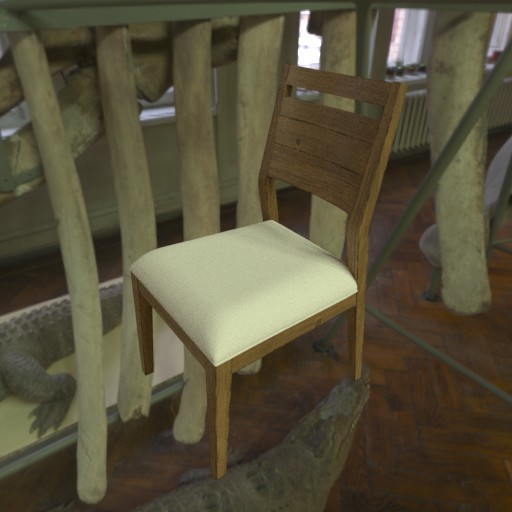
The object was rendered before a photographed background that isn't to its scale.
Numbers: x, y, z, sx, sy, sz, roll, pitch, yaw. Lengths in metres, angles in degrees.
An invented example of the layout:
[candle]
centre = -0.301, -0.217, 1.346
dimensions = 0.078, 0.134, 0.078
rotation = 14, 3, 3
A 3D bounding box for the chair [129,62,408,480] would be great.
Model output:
[chair]
centre = 0.000, 0.000, 1.261
dimensions = 0.610, 0.939, 0.497
rotation = -20, 36, -30
